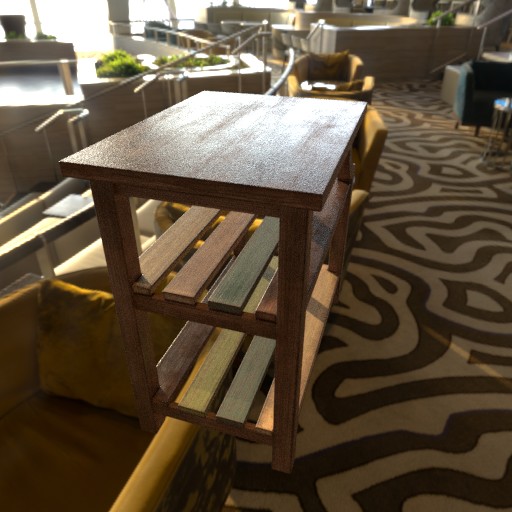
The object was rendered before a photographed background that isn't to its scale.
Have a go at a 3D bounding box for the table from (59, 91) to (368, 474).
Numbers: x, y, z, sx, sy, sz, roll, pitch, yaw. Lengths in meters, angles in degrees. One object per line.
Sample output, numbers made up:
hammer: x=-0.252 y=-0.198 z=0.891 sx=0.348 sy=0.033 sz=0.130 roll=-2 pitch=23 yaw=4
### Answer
table: x=0.000 y=0.000 z=0.943 sx=0.356 sy=0.584 sz=0.609 roll=10 pitch=33 yaw=15
